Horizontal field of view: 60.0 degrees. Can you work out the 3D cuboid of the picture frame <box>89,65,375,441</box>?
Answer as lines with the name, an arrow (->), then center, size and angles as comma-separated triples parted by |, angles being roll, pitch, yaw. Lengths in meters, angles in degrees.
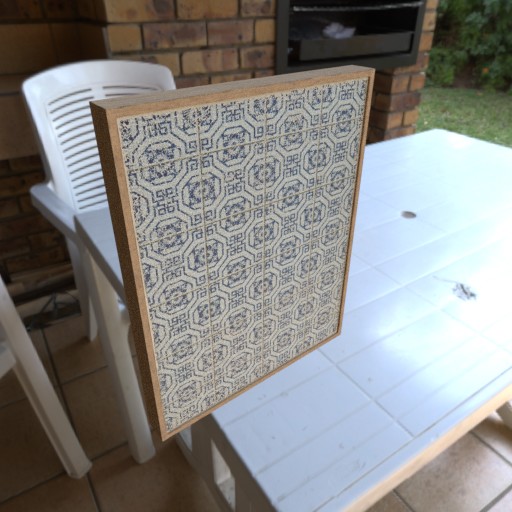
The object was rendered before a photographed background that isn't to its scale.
picture frame -> 0.000, 0.000, 0.709 | 0.421, 0.526, 0.046 | -22, 38, -32
